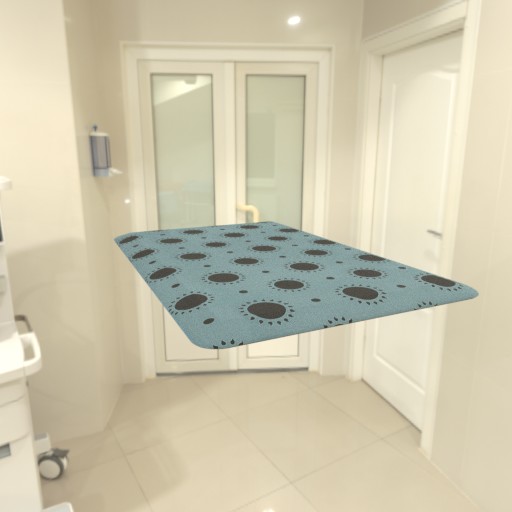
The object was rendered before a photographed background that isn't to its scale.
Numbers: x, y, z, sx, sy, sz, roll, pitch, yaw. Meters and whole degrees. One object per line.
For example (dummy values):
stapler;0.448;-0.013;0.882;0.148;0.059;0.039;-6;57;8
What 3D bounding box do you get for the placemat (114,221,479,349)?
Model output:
placemat;0.000;0.000;0.973;0.508;0.021;0.762;-6;15;-24
